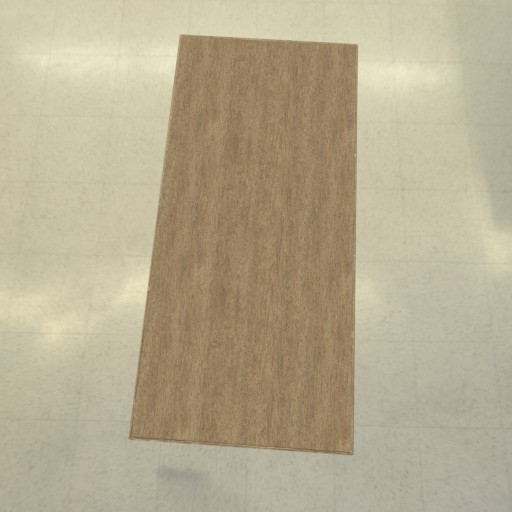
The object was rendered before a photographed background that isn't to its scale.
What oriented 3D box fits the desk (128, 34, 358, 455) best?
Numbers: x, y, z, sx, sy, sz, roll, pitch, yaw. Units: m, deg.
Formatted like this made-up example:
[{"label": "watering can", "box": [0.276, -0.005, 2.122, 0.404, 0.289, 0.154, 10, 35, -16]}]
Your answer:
[{"label": "desk", "box": [0.000, 0.000, 1.783, 0.610, 0.912, 1.289, 4, 76, 1]}]
